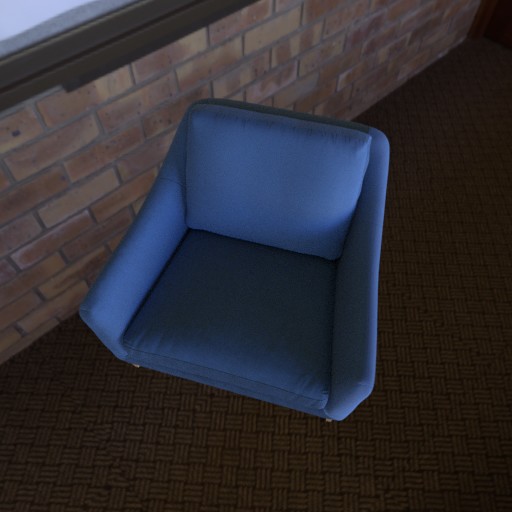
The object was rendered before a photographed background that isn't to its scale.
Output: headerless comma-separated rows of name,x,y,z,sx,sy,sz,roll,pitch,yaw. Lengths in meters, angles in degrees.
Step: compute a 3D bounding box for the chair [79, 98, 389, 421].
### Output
chair,0.000,0.000,1.756,0.987,0.899,0.961,13,58,8
